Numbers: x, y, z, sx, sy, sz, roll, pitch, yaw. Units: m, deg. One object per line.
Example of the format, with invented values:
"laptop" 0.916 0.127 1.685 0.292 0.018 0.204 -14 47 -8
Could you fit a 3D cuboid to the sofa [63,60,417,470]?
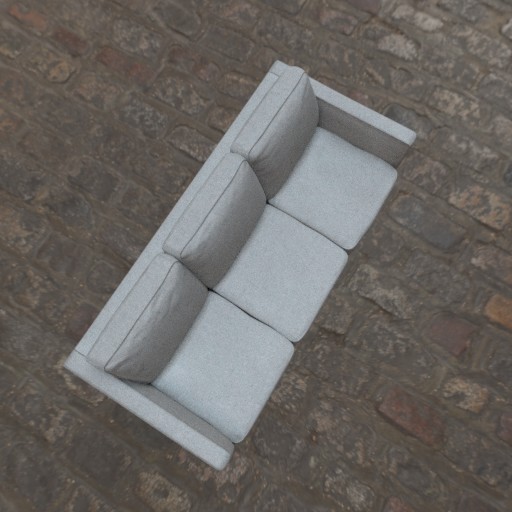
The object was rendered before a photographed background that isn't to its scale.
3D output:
"sofa" 0.000 0.000 2.486 0.944 0.918 1.983 31 78 7
